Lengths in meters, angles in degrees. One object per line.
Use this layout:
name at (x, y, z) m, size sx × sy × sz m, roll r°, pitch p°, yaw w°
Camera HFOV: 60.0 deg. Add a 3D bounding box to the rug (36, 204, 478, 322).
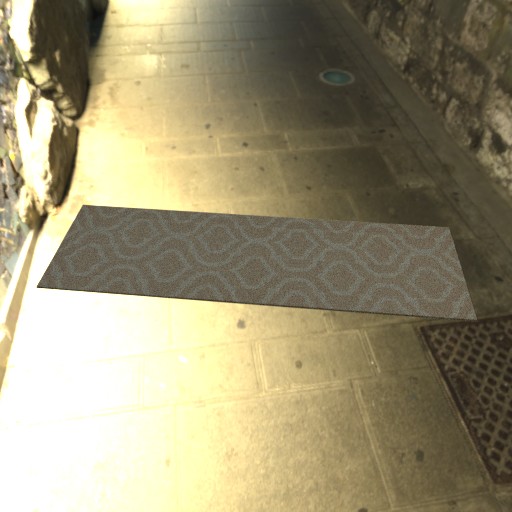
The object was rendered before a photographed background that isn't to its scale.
rug at (0.000, 0.000, 2.520) m, size 2.289 × 0.013 × 0.691 m, roll 4°, pitch 46°, yaw 4°
